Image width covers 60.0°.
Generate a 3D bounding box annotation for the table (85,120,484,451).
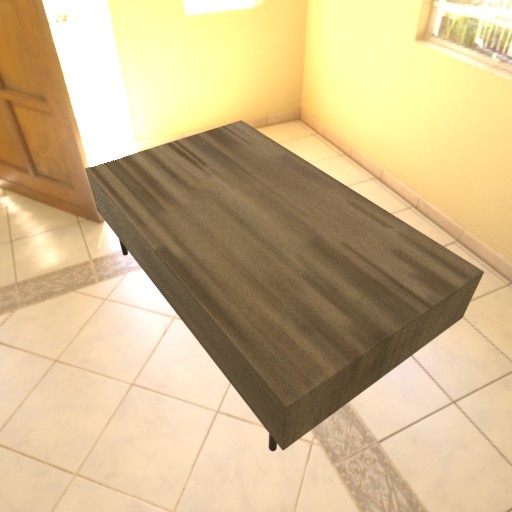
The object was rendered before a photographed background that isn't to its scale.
[{"bbox_3d":[0.000,0.000,1.423,0.643,0.347,1.088,-26,48,-26],"label":"table"}]
